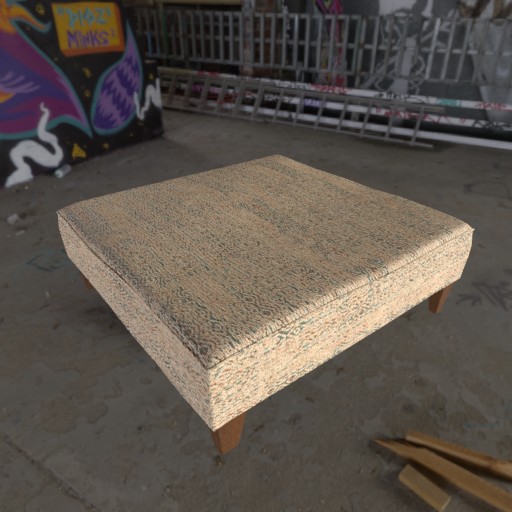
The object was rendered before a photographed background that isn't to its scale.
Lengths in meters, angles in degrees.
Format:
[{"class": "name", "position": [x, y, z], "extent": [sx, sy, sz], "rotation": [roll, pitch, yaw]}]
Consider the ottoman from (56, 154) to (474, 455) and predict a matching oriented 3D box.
[{"class": "ottoman", "position": [0.000, 0.000, 1.518], "extent": [1.004, 0.356, 0.968], "rotation": [-21, 36, -32]}]
